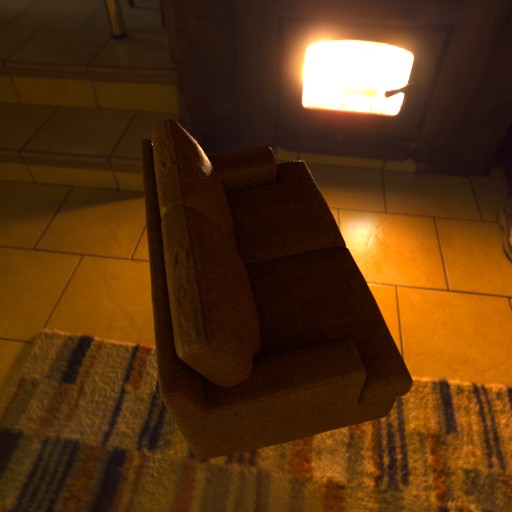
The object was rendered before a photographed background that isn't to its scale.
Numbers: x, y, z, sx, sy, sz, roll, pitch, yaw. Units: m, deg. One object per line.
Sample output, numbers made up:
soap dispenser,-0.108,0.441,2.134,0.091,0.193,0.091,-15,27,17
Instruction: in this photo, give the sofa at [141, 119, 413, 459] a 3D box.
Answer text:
sofa,0.000,0.000,2.549,1.143,0.939,1.880,-9,48,-8
